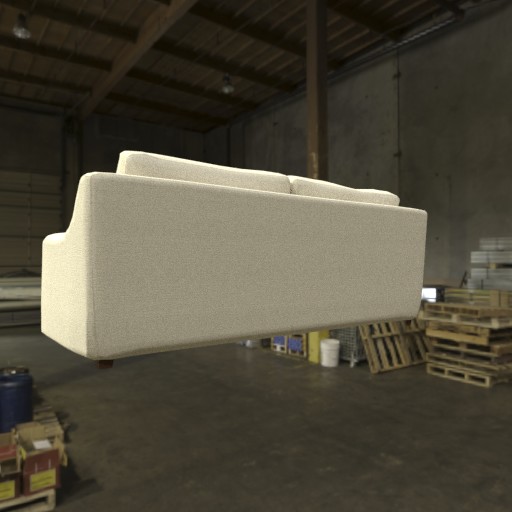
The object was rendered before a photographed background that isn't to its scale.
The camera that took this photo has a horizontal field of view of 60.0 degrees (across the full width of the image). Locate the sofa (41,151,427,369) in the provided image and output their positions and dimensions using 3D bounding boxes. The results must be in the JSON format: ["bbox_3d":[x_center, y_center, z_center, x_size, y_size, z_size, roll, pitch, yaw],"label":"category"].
[{"bbox_3d":[0.000,0.000,2.961,2.470,1.022,1.009,0,-1,-37],"label":"sofa"}]
